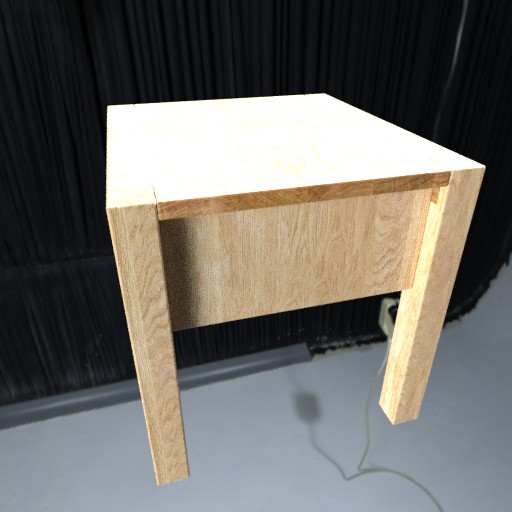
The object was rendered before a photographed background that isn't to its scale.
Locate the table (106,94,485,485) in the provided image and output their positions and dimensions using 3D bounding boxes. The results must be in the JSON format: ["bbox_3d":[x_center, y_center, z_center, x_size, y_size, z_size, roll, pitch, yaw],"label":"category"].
[{"bbox_3d":[0.000,0.000,0.793,0.440,0.450,0.480,-8,31,-14],"label":"table"}]
